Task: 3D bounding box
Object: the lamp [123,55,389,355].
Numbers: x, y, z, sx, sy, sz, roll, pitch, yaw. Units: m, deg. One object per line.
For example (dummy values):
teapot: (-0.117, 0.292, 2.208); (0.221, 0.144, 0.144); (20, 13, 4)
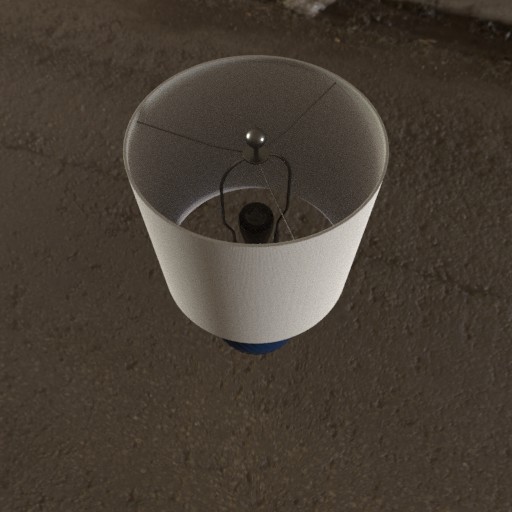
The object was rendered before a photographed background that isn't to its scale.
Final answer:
lamp: (0.000, 0.000, 0.495); (0.203, 0.368, 0.203); (-14, 60, -8)
